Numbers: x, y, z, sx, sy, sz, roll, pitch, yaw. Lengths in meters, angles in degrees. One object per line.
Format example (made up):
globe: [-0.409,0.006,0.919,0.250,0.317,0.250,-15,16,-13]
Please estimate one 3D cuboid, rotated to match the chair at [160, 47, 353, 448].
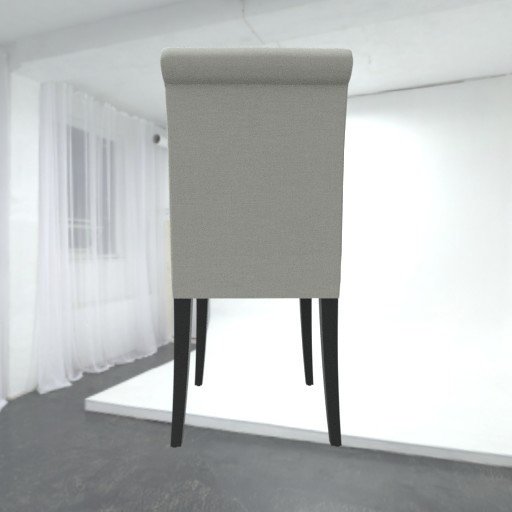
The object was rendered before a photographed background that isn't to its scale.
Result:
chair: [0.000,0.000,1.357,0.452,0.976,0.708,0,0,-1]
